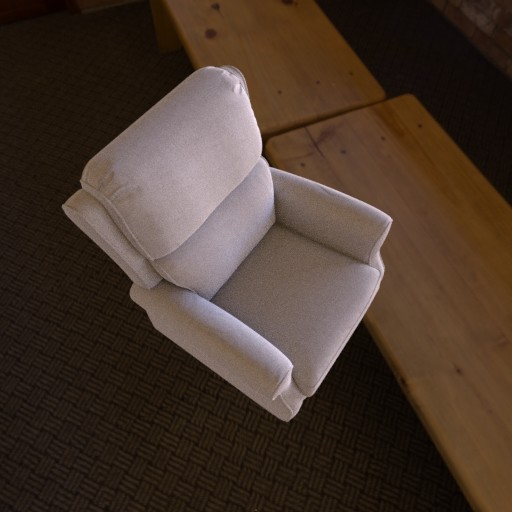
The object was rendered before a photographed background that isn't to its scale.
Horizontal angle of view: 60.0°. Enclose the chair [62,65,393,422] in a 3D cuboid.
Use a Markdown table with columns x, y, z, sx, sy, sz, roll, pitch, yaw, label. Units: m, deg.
| x | y | z | sx | sy | sz | roll | pitch | yaw | label |
| --- | --- | --- | --- | --- | --- | --- | --- | --- | --- |
| 0.000 | 0.000 | 1.735 | 0.919 | 1.046 | 0.859 | 32 | 65 | 17 | chair |
